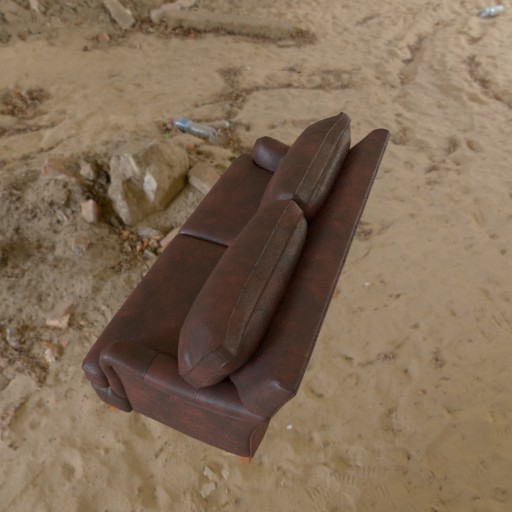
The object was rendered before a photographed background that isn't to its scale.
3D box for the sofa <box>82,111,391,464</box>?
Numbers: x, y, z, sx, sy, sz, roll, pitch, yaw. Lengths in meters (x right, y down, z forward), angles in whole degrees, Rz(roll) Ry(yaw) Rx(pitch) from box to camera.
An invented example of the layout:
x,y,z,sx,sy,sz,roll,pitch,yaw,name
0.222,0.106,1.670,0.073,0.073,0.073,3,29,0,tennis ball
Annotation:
x,y,z,sx,sy,sz,roll,pitch,yaw,name
0.000,0.000,2.782,1.147,1.071,2.144,16,49,15,sofa
